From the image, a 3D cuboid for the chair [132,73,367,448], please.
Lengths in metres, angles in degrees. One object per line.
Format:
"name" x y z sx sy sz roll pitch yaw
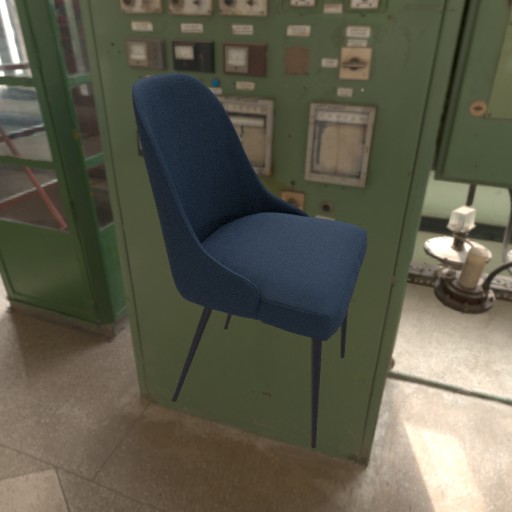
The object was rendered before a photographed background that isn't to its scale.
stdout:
"chair" 0.000 0.000 1.217 0.559 0.896 0.478 11 31 19
